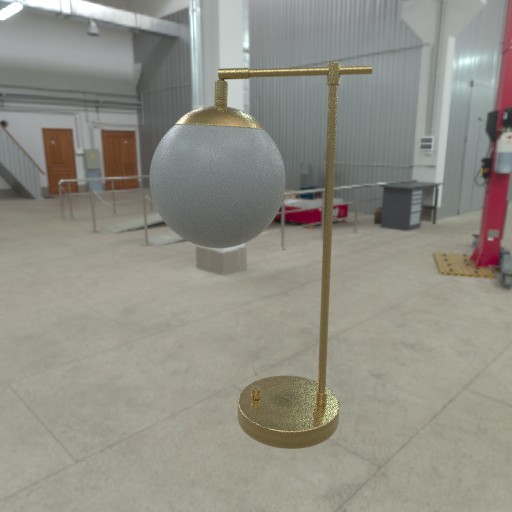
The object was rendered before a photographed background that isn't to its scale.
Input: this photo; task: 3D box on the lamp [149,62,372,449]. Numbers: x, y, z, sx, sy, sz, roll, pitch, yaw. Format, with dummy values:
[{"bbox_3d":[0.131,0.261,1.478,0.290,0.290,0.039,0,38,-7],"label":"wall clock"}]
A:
[{"bbox_3d":[0.000,0.000,0.699,0.324,0.559,0.207,2,14,10],"label":"lamp"}]
